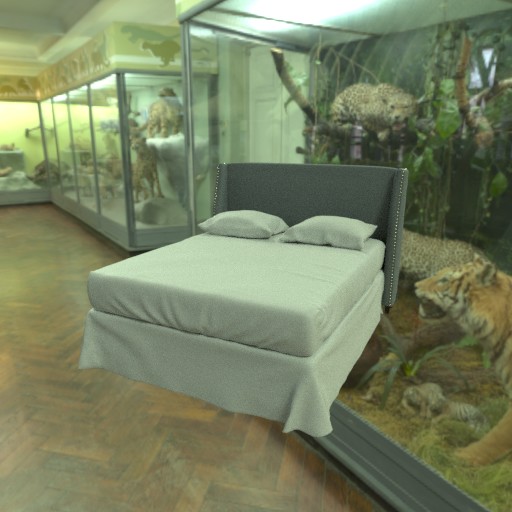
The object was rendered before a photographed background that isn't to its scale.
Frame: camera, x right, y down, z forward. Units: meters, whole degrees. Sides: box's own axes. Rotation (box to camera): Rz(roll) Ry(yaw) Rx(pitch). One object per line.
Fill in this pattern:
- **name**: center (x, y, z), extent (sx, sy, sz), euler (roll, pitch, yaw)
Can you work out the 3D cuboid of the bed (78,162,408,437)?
- **bed**: center (0.000, 0.000, 3.539), extent (1.925, 1.332, 2.276), euler (7, 17, 26)
